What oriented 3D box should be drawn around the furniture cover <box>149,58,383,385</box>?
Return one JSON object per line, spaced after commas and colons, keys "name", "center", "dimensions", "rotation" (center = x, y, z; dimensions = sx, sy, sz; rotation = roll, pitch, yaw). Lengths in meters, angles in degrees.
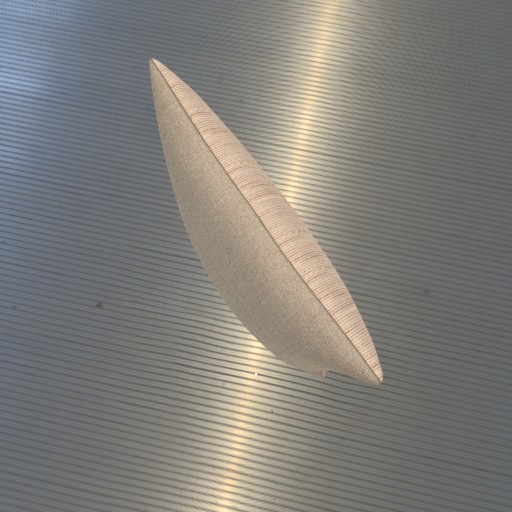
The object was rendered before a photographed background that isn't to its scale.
{"name": "furniture cover", "center": [0.000, 0.000, 0.780], "dimensions": [0.178, 0.506, 0.512], "rotation": [-33, 77, -8]}
